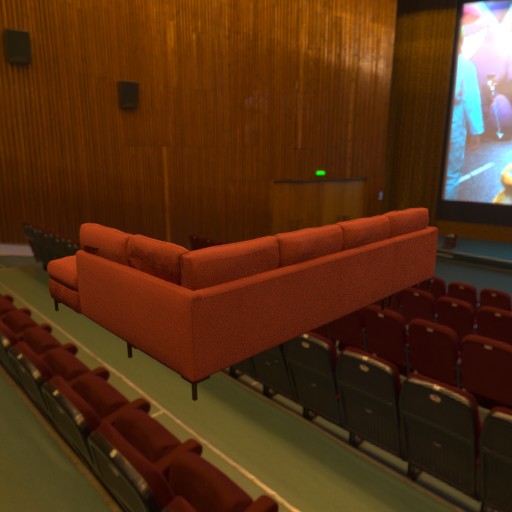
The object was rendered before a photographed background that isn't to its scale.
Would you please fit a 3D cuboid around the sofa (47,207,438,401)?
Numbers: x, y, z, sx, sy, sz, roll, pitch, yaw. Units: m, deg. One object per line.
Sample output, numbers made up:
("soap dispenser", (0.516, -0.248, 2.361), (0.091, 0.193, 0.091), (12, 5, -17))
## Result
("sofa", (0.000, 0.000, 3.698), (2.736, 0.757, 1.879), (-13, 19, -43))
